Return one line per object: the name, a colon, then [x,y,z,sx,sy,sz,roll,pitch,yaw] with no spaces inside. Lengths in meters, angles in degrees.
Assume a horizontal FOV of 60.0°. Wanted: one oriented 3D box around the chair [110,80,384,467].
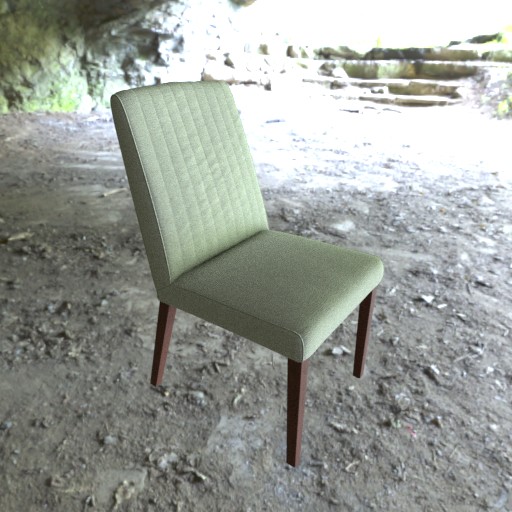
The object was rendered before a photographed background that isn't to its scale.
chair: [0.000,0.000,1.259,0.594,0.900,0.480,17,31,31]
